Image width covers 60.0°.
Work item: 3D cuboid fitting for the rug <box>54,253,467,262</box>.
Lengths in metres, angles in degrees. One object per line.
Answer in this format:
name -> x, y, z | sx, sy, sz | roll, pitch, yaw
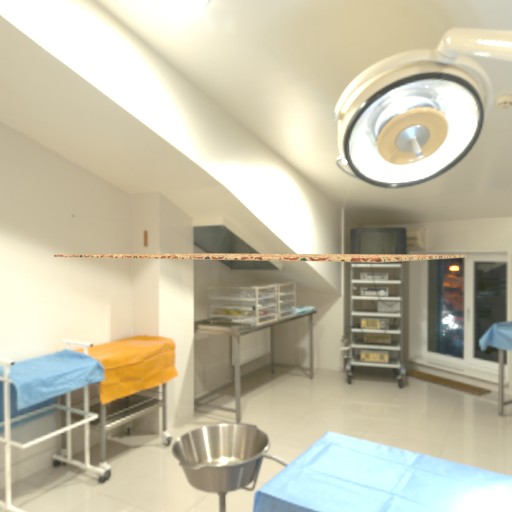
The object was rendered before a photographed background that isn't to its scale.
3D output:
rug -> 0.000, 0.000, 2.363 | 1.838, 0.013, 1.226 | 1, 1, 36
